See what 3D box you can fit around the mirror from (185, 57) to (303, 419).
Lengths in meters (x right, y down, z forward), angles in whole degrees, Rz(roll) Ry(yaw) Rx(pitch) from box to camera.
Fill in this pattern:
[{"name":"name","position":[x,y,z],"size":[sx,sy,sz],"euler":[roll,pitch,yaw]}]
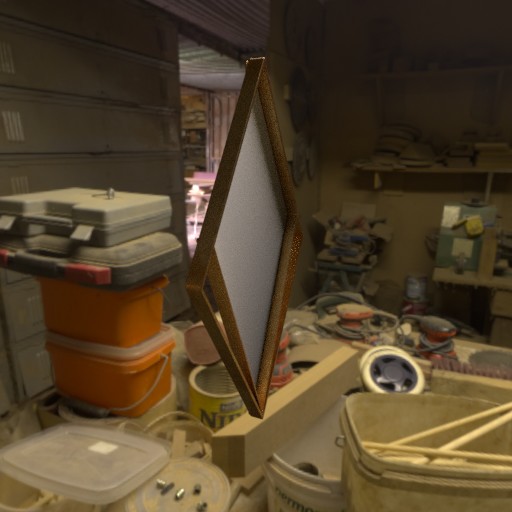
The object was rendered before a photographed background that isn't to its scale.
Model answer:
[{"name":"mirror","position":[0.000,0.000,0.821],"size":[0.032,0.679,0.419],"euler":[7,16,25]}]
